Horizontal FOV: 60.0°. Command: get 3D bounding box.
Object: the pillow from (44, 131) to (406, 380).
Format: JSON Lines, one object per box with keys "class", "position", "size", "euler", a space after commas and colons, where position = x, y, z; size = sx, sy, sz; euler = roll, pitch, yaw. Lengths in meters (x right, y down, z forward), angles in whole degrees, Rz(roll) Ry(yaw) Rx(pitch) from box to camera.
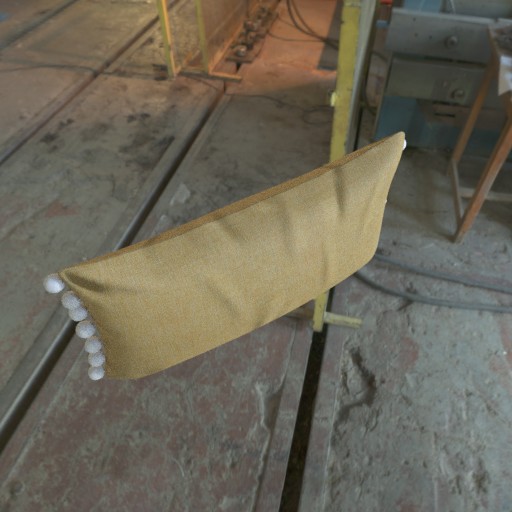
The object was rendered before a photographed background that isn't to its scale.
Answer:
{"class": "pillow", "position": [0.000, 0.000, 0.837], "size": [0.709, 0.322, 0.201], "euler": [-24, 51, -21]}
